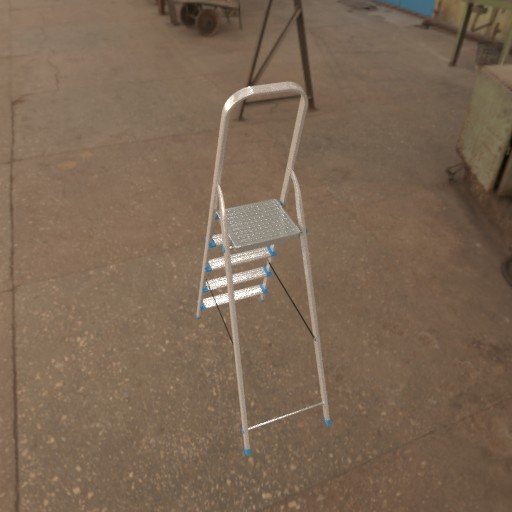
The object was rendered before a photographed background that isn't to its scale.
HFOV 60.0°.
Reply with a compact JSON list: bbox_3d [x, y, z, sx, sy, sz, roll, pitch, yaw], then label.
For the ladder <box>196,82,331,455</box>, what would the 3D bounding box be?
[{"bbox_3d":[0.000,0.000,2.061,0.468,1.648,0.990,-13,42,-16],"label":"ladder"}]
